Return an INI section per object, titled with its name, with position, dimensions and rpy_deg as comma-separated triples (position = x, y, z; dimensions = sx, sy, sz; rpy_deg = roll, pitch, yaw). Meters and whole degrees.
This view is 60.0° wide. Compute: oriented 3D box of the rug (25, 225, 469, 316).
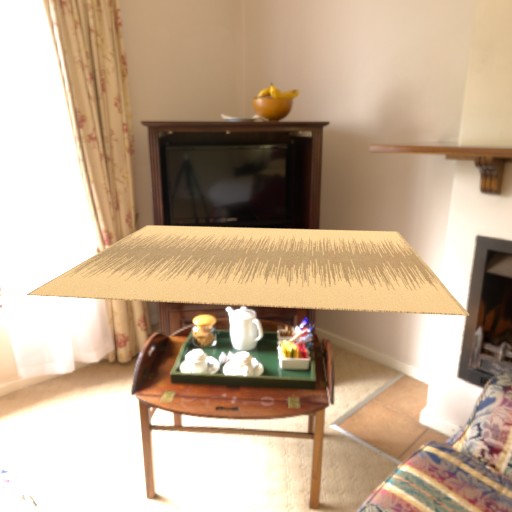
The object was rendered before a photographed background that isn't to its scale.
[rug]
position = 0.000, 0.000, 4.148
dimensions = 3.037, 0.010, 2.453
rpy_deg = 2, 16, 7
